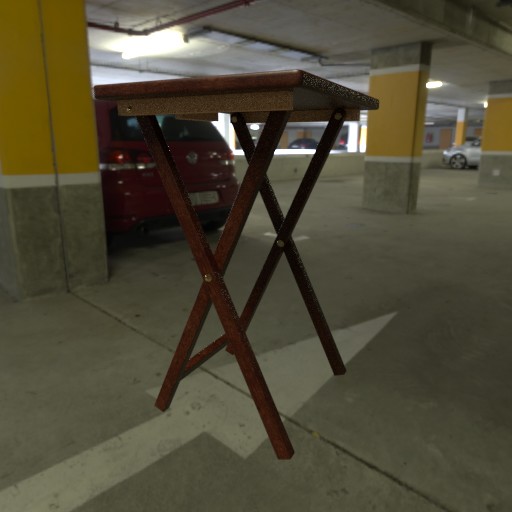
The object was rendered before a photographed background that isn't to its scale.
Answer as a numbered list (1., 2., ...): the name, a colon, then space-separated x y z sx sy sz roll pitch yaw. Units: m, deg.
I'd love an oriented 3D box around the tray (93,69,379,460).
1. tray: 0.000 0.000 0.954 0.381 0.660 0.483 7 16 26
